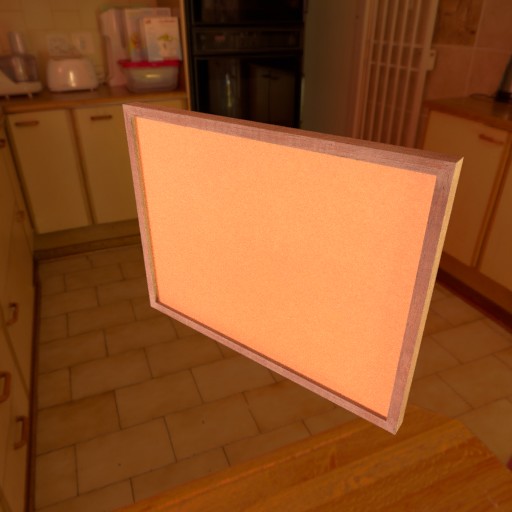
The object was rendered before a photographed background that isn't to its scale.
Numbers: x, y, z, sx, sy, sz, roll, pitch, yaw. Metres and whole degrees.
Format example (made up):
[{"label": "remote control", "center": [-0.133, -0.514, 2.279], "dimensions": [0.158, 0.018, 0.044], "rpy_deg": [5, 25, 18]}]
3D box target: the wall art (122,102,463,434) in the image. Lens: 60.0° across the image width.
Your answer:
[{"label": "wall art", "center": [0.000, 0.000, 1.736], "dimensions": [1.320, 1.009, 0.070], "rpy_deg": [20, 35, 32]}]
